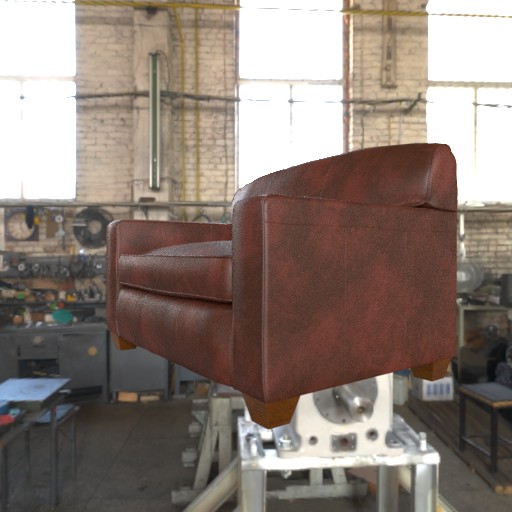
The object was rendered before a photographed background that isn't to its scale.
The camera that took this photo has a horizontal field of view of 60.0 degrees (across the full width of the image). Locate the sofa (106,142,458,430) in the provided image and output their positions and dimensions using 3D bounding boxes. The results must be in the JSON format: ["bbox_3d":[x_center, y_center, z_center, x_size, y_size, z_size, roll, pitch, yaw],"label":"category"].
[{"bbox_3d":[0.000,0.000,2.005,1.000,0.956,1.413,0,1,-36],"label":"sofa"}]
